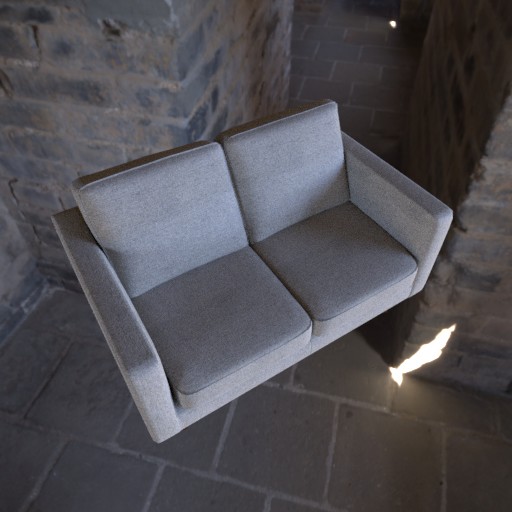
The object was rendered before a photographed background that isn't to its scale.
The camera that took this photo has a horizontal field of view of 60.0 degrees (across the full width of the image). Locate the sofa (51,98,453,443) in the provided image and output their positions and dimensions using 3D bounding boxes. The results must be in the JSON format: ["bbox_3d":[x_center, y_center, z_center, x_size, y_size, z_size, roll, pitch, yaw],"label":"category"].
[{"bbox_3d":[0.000,0.000,2.122,1.527,0.973,0.969,-25,52,-21],"label":"sofa"}]
